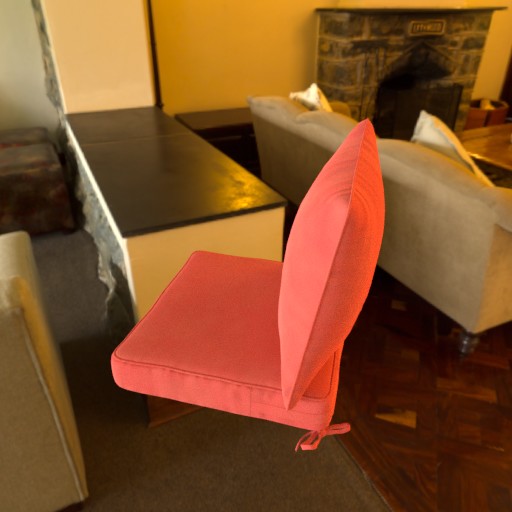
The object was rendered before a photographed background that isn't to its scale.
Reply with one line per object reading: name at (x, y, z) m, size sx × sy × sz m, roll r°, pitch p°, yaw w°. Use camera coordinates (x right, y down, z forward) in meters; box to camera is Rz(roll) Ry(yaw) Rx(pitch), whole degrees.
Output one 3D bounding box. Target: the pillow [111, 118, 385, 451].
pillow at (0.000, 0.000, 1.385) m, size 0.733 × 0.725 × 0.798 m, roll 8°, pitch 31°, yaw 13°
